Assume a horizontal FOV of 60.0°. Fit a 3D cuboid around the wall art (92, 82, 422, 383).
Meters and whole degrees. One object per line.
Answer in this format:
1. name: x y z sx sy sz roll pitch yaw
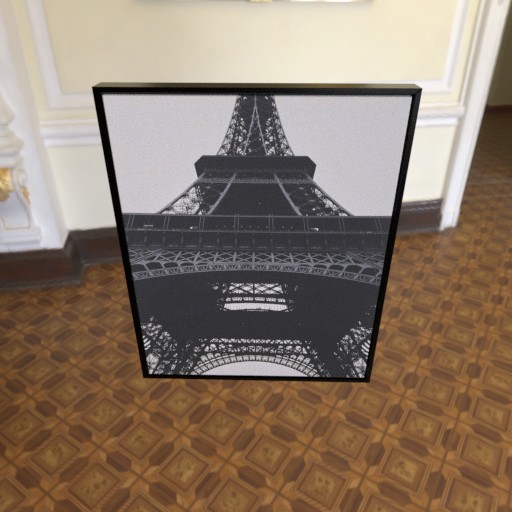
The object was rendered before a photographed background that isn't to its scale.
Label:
1. wall art: 0.000 0.000 0.759 0.451 0.553 0.039 1 30 1
